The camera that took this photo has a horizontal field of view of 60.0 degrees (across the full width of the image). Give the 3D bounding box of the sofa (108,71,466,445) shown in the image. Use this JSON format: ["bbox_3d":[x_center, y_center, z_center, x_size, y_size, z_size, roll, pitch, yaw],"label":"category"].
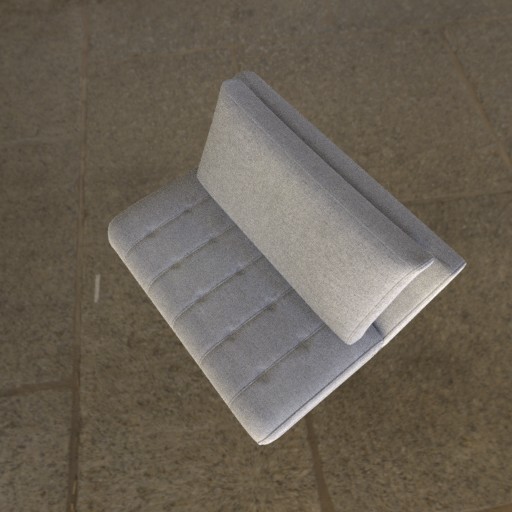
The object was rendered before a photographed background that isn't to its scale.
[{"bbox_3d":[0.000,0.000,1.902,0.910,0.910,1.220,-35,68,-16],"label":"sofa"}]
